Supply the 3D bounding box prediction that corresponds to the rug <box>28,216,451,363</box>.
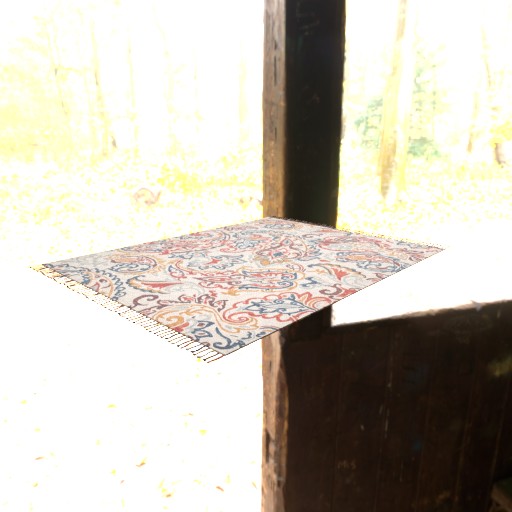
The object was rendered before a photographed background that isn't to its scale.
[{"bbox_3d":[0.000,0.000,4.241,2.439,0.015,3.274,15,22,41],"label":"rug"}]
